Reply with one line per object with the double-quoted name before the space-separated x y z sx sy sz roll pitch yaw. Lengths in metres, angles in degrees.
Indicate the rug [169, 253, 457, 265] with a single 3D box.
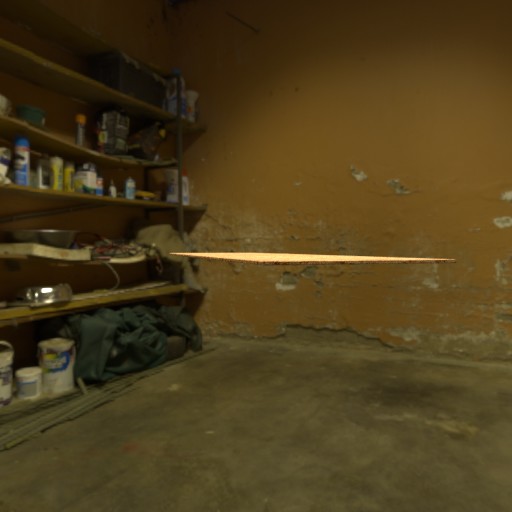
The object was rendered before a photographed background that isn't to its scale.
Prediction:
"rug" 0.000 0.000 2.425 0.680 0.014 2.237 0 1 -18
